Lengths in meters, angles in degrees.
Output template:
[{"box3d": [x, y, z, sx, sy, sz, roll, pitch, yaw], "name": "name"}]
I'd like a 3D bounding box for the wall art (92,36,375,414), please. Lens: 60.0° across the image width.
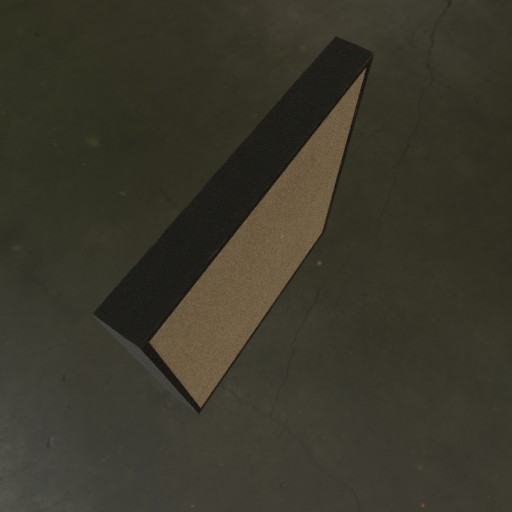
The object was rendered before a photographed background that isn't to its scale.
[{"box3d": [0.000, 0.000, 0.459, 0.038, 0.305, 0.305, 31, 67, 14], "name": "wall art"}]
